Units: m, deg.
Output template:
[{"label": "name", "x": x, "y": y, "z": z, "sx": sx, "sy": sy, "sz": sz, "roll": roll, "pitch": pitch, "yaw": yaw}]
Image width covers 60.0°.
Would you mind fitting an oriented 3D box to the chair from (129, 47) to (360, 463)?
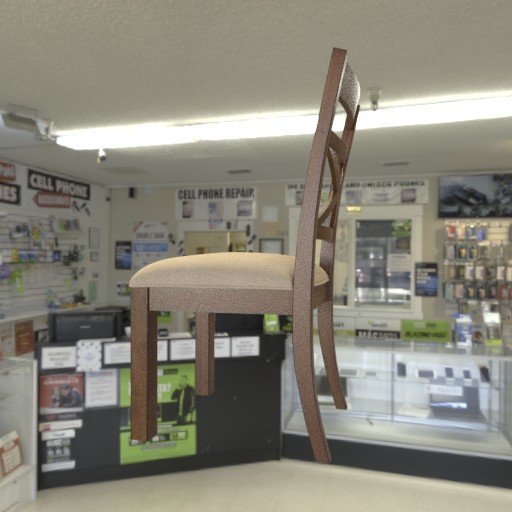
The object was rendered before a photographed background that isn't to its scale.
[{"label": "chair", "x": 0.000, "y": 0.000, "z": 1.275, "sx": 0.581, "sy": 0.949, "sz": 0.461, "roll": 0, "pitch": 0, "yaw": 17}]
